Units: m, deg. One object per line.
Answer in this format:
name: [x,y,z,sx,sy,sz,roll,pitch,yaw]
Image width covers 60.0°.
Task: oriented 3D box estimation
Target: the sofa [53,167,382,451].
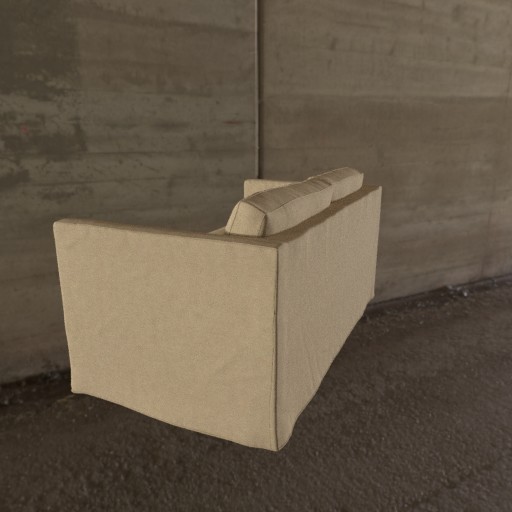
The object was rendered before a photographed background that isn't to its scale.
sofa: [0.000,0.000,2.280,0.962,0.835,1.719,7,17,24]
